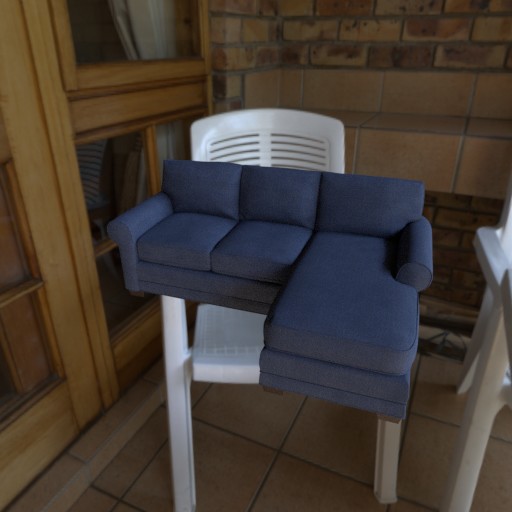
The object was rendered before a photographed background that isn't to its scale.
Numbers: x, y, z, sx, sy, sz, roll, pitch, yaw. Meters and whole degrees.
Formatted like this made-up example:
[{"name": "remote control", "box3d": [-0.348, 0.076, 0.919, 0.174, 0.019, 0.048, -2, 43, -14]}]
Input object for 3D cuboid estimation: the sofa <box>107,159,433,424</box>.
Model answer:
[{"name": "sofa", "box3d": [0.000, 0.000, 3.452, 2.567, 1.063, 1.780, 9, 27, 17]}]
